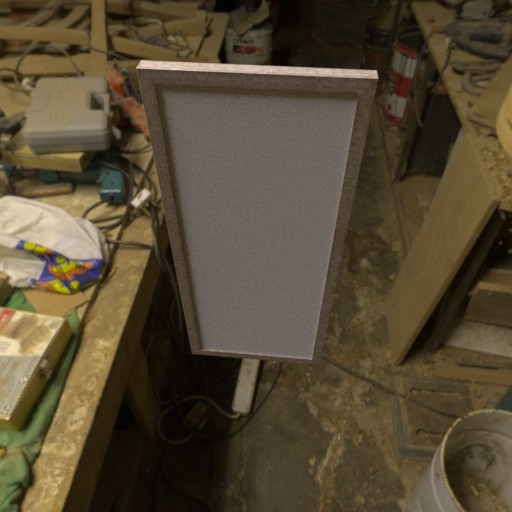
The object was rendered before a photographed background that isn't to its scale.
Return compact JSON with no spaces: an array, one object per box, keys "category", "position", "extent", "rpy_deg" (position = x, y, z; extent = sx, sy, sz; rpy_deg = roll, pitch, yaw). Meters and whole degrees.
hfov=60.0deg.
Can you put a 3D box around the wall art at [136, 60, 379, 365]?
[{"category":"wall art","position":[0.000,0.000,1.724],"extent":[0.648,1.461,0.051],"rpy_deg":[4,47,4]}]
